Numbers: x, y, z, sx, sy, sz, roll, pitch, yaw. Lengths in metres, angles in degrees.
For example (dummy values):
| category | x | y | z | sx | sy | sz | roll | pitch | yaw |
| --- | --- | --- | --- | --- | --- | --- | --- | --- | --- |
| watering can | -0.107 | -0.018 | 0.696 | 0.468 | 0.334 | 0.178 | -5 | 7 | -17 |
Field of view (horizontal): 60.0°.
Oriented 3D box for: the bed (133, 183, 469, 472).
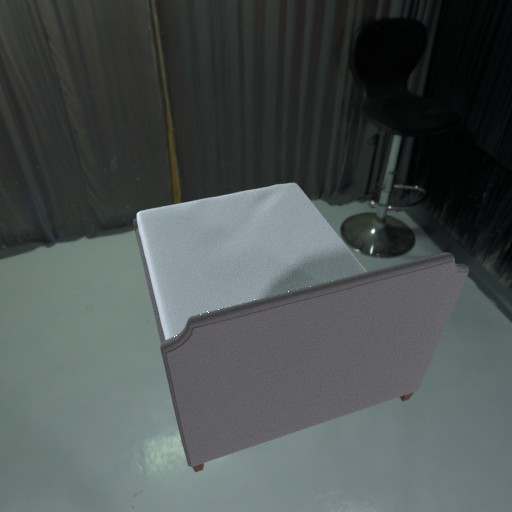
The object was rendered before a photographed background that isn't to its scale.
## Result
| category | x | y | z | sx | sy | sz | roll | pitch | yaw |
| --- | --- | --- | --- | --- | --- | --- | --- | --- | --- |
| bed | 0.000 | 0.000 | 3.441 | 1.713 | 1.443 | 2.372 | -13 | 42 | -14 |
